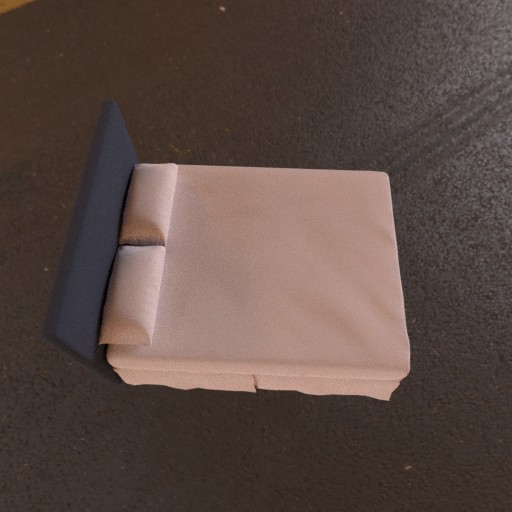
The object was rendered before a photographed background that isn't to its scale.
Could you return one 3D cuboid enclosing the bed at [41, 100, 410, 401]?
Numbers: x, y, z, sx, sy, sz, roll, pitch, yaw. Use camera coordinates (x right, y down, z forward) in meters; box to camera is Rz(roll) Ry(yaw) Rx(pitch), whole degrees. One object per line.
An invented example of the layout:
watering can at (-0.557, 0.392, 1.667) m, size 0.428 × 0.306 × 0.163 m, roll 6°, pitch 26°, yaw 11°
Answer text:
bed at (0.000, 0.000, 3.164) m, size 2.162 × 1.330 × 1.713 m, roll 2°, pitch 63°, yaw 1°
